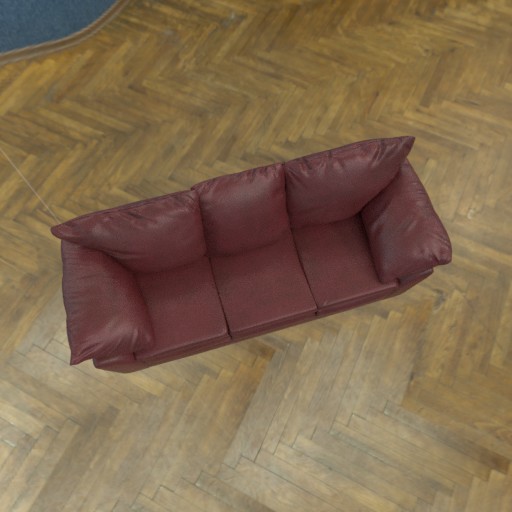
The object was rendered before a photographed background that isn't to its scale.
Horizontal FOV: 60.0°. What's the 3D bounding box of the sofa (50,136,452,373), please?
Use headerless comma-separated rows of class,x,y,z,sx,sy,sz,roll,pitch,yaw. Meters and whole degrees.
sofa,0.000,0.000,2.913,2.390,1.091,0.907,-15,65,-7
